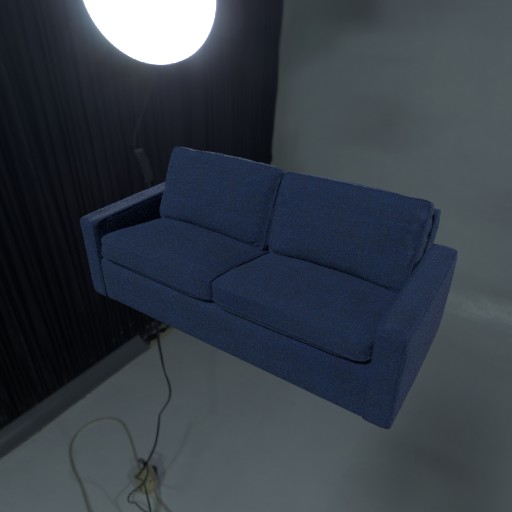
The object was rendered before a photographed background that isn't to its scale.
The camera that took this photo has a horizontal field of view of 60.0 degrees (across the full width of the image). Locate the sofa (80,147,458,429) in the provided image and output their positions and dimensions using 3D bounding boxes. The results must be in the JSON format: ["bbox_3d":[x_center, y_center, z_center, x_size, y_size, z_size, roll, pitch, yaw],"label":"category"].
[{"bbox_3d":[0.000,0.000,2.636,2.080,0.919,0.940,18,35,29],"label":"sofa"}]
